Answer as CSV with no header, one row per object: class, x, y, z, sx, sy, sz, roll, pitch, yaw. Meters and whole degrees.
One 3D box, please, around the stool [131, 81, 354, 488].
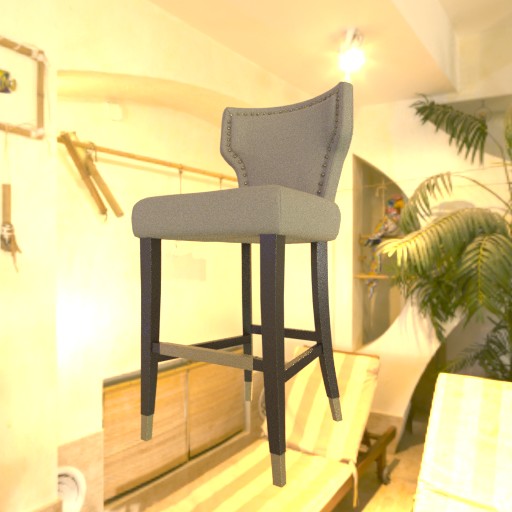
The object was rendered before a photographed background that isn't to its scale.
stool,0.000,0.000,1.383,0.526,1.092,0.563,0,0,34
